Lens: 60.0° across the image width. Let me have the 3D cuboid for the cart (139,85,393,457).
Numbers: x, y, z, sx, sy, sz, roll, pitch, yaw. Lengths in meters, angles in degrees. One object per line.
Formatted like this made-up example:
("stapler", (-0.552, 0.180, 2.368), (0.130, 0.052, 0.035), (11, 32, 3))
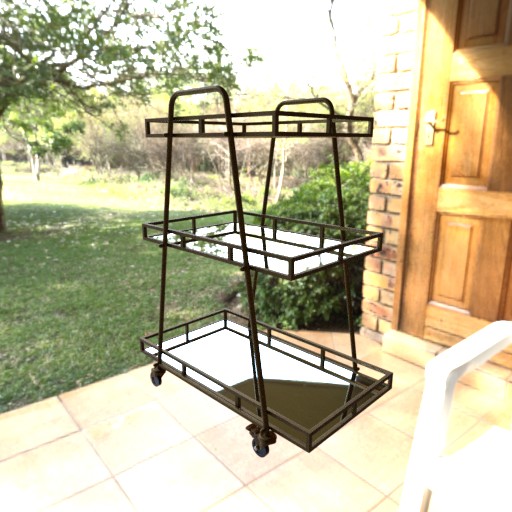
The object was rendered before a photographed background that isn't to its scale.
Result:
("cart", (0.000, 0.000, 1.281), (0.711, 0.883, 0.441), (14, 20, 43))
